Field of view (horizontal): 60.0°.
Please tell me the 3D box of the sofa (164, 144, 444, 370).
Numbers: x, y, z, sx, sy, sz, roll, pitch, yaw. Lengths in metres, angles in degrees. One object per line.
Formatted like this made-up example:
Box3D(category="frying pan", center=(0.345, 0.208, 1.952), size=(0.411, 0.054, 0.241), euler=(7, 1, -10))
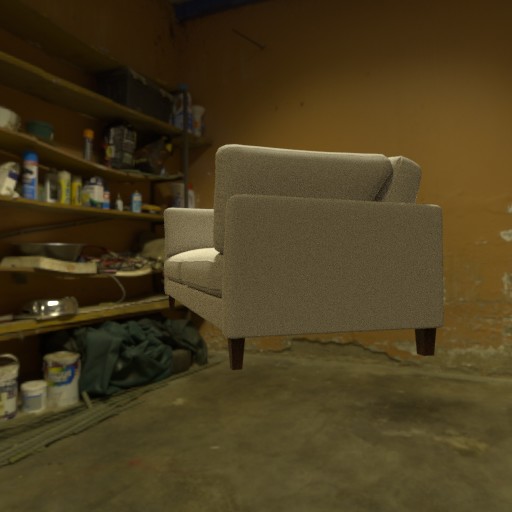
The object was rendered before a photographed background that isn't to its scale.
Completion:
Box3D(category="sofa", center=(0.000, 0.000, 2.771), size=(0.957, 0.863, 2.301), euler=(0, -1, -17))
